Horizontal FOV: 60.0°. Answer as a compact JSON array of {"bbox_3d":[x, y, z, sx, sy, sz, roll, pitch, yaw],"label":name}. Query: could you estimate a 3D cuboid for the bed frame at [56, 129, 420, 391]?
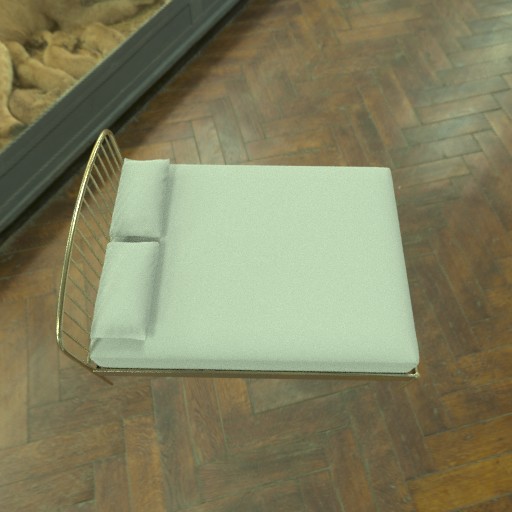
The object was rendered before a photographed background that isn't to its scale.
[{"bbox_3d":[0.000,0.000,3.124,2.152,1.175,1.612,1,63,0],"label":"bed frame"}]
